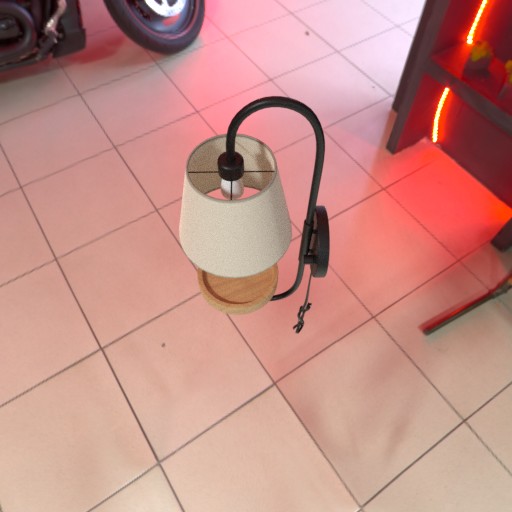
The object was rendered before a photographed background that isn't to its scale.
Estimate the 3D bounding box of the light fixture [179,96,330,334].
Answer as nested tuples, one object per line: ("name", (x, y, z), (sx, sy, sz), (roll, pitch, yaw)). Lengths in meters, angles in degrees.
("light fixture", (0.000, 0.000, 0.951), (0.299, 0.821, 0.220), (-1, 58, 0))
